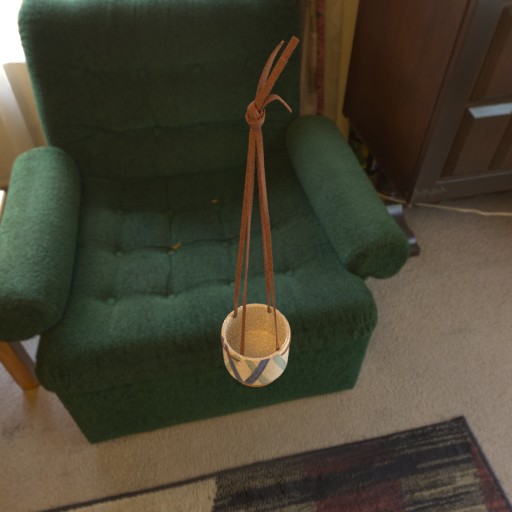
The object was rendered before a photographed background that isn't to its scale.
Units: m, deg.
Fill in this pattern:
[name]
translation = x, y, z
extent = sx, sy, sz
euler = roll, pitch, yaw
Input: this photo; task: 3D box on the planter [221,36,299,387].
[planter]
translation = 0.000, 0.000, 0.813
extent = 0.157, 0.753, 0.153
euler = -22, 50, -20
